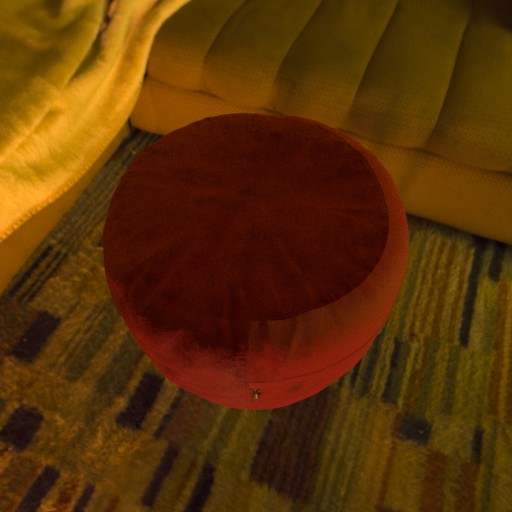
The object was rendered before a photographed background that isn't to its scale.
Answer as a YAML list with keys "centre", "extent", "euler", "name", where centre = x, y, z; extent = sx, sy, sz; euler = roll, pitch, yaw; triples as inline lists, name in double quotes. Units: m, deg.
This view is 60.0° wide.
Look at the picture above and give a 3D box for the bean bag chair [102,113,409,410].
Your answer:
- centre: [0.000, 0.000, 1.932]
  extent: [1.219, 0.762, 1.219]
  euler: [0, 57, 0]
  name: "bean bag chair"
